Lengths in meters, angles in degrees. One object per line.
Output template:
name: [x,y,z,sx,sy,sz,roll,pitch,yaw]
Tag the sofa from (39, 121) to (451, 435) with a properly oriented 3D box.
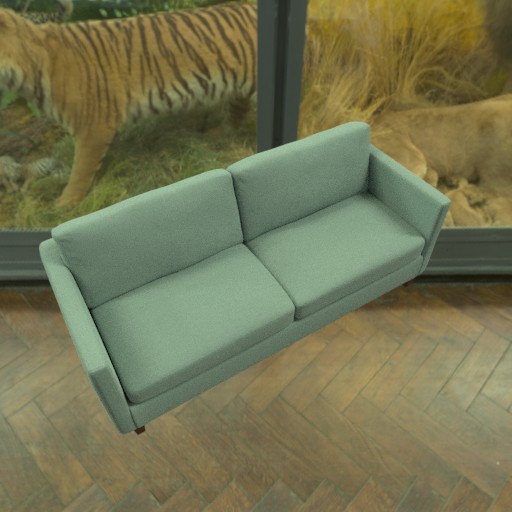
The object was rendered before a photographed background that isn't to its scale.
sofa: [0.000,0.000,2.687,2.208,0.965,0.951,-24,51,-21]
